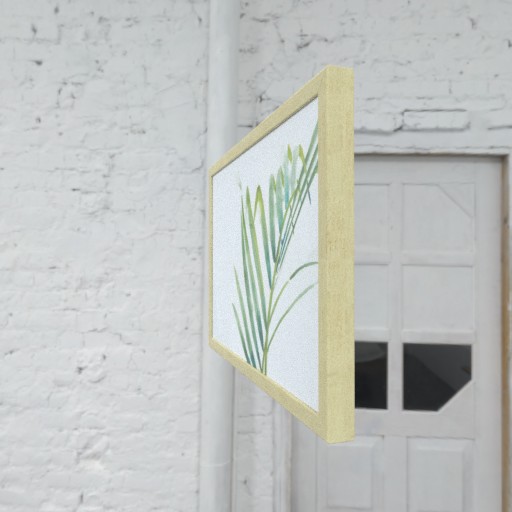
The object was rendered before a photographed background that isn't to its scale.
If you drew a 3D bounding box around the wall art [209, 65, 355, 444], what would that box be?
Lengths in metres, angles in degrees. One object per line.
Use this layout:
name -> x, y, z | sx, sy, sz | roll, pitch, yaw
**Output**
wall art -> 0.000, 0.000, 0.701 | 0.032, 0.381, 0.533 | 0, -1, -19
